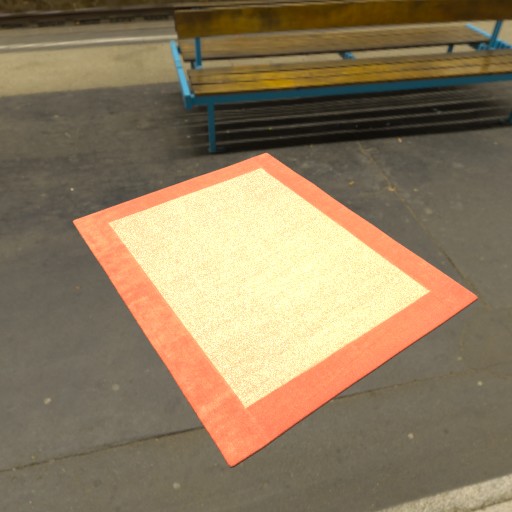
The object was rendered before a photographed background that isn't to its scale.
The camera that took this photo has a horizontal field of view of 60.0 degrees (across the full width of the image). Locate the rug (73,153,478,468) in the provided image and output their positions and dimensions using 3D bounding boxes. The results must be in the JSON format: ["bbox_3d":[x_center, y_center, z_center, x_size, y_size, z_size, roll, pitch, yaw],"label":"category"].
[{"bbox_3d":[0.000,0.000,4.055,2.430,0.018,2.976,-25,48,-25],"label":"rug"}]
